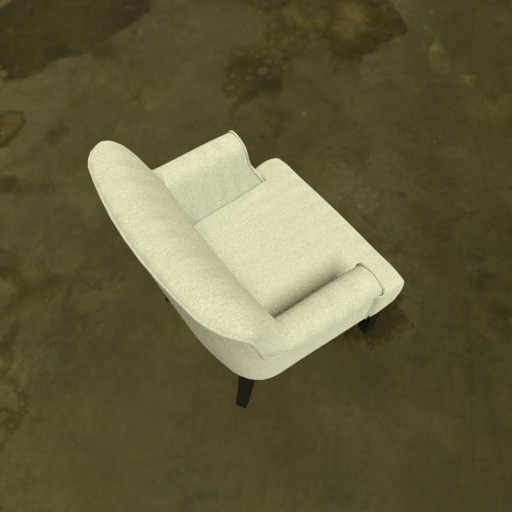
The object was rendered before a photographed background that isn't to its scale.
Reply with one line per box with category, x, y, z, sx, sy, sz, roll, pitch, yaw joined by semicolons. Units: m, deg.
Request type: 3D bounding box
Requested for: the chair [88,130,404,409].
chair;0.000;0.000;1.490;0.750;0.875;0.781;-31;63;-18
